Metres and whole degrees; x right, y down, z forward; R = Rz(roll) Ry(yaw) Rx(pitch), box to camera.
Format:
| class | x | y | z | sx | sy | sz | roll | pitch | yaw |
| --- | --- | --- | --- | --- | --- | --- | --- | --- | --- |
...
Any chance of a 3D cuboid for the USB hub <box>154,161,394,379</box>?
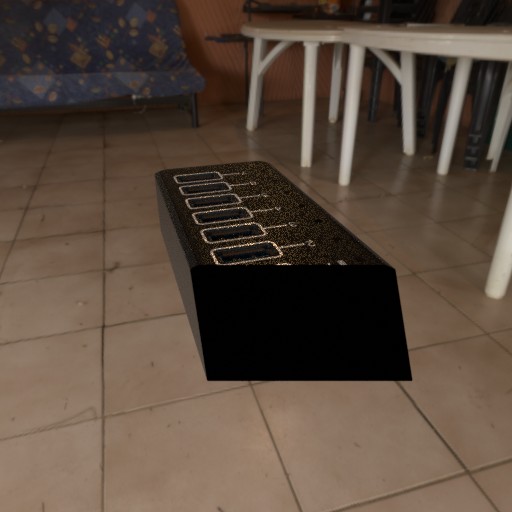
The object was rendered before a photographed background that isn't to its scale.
| class | x | y | z | sx | sy | sz | roll | pitch | yaw |
| --- | --- | --- | --- | --- | --- | --- | --- | --- | --- |
| USB hub | 0.000 | 0.000 | 0.128 | 0.044 | 0.023 | 0.110 | -9 | 30 | -16 |
